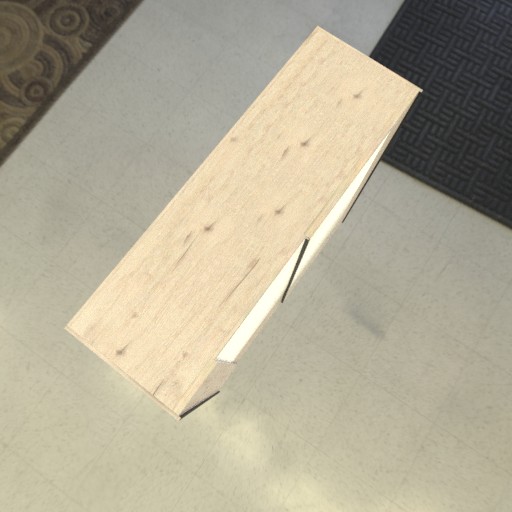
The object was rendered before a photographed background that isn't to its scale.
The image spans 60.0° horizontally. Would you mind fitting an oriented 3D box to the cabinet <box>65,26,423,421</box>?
[{"bbox_3d":[0.000,0.000,3.192,0.660,2.180,2.000,36,79,8],"label":"cabinet"}]
